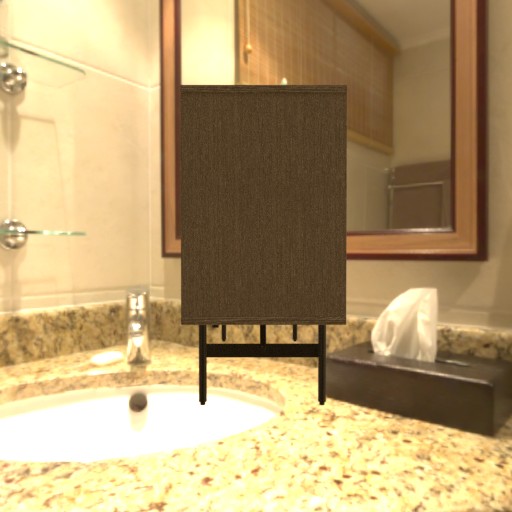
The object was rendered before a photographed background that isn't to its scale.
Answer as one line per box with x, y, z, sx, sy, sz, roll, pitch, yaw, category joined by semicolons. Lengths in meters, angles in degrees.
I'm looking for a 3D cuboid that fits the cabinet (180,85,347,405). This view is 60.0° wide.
0.000;0.000;1.593;0.405;0.787;1.194;0;1;0;cabinet
